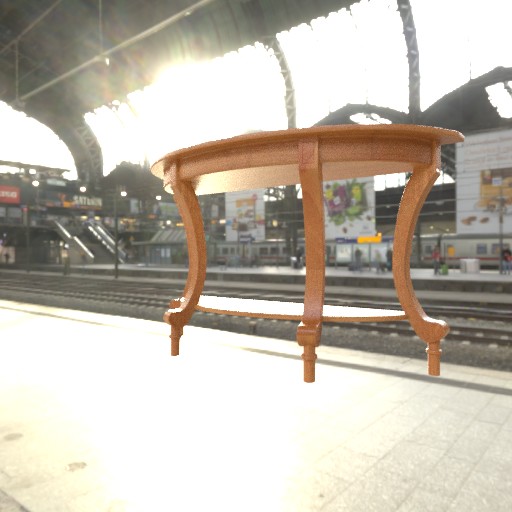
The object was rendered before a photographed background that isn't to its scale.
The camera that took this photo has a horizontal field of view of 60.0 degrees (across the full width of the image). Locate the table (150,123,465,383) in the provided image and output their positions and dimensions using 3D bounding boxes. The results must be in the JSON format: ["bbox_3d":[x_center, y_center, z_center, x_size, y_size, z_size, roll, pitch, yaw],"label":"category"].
[{"bbox_3d":[0.000,0.000,1.471,1.198,0.692,0.394,0,0,36],"label":"table"}]
